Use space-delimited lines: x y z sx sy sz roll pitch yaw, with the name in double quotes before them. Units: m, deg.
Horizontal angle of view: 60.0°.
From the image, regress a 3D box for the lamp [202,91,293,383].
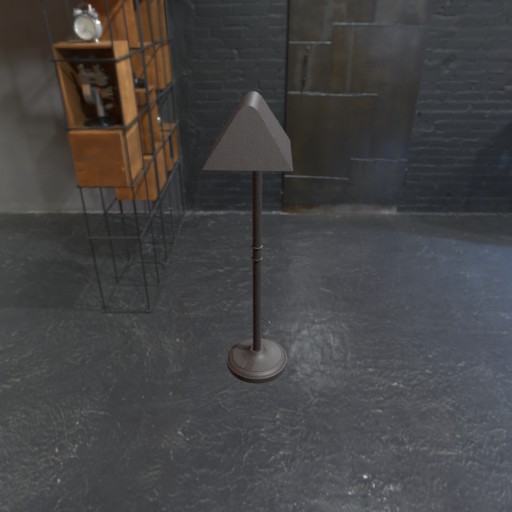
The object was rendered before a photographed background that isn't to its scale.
"lamp" 0.000 0.000 0.954 0.159 0.708 0.545 1 29 2
